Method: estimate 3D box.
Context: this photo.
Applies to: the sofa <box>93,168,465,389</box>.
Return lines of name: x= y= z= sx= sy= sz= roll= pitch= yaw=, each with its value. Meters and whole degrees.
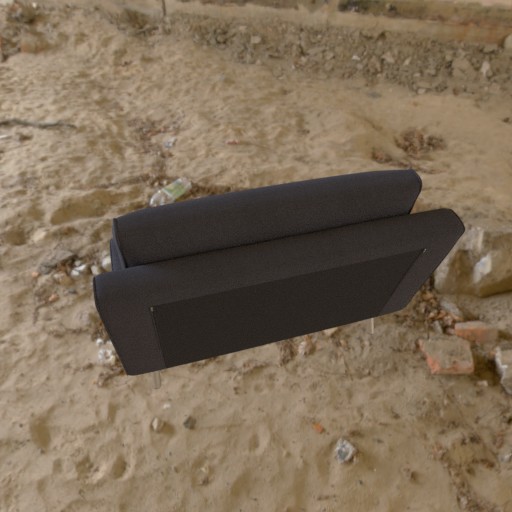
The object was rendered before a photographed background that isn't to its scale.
sofa: x=0.000 y=0.000 z=1.889 sx=1.220 sy=0.910 sz=0.910 roll=-11 pitch=41 yaw=-13
